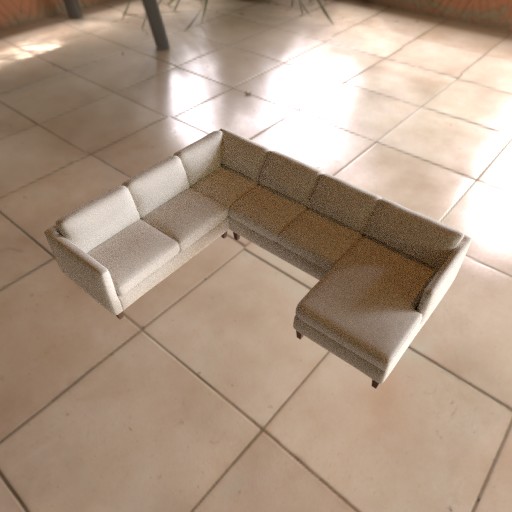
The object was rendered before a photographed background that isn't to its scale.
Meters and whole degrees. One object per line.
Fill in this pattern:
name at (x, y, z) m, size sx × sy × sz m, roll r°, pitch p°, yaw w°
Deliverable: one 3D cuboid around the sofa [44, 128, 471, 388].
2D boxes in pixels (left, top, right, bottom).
sofa at (0.000, 0.000, 4.379) m, size 3.238 × 0.853 × 2.551 m, roll 30°, pitch 52°, yaw 27°
